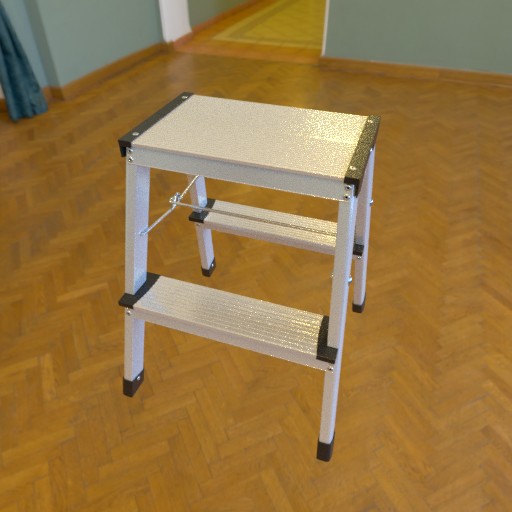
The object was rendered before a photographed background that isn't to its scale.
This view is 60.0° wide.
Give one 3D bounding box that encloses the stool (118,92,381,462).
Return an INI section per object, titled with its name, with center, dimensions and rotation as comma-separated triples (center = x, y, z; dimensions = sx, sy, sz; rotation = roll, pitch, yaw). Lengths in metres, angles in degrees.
[stool]
center = 0.000, 0.000, 0.791
dimensions = 0.404, 0.480, 0.405
rotation = 12, 41, 15
